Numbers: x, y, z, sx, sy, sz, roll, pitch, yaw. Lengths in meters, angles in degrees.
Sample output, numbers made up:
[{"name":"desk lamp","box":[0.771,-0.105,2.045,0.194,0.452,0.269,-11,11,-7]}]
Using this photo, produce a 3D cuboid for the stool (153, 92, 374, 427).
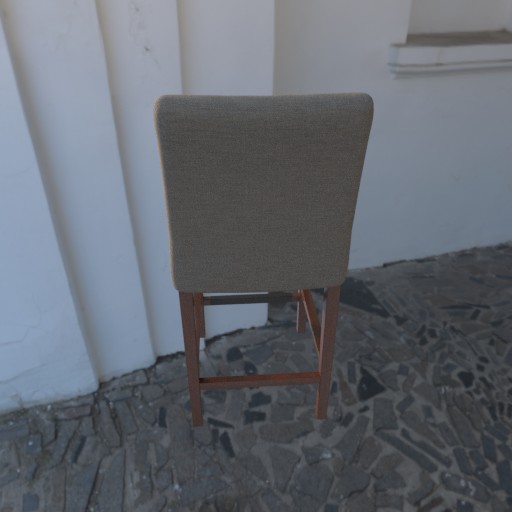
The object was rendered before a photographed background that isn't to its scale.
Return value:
[{"name":"stool","box":[0.000,0.000,1.282,0.470,0.981,0.577,-2,30,-4]}]
